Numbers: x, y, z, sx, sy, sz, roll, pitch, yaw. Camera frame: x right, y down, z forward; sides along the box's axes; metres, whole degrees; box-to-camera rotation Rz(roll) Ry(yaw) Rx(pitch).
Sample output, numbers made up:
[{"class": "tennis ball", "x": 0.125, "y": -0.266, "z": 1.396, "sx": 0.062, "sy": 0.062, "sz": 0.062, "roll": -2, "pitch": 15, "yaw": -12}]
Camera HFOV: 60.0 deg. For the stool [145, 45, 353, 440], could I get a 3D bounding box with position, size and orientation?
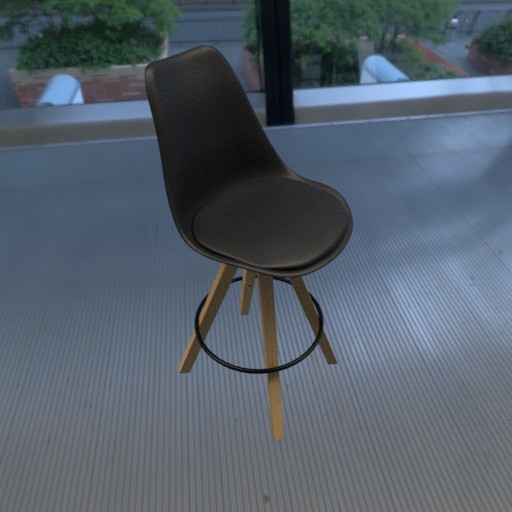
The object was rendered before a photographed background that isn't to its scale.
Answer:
[{"class": "stool", "x": 0.000, "y": 0.000, "z": 1.390, "sx": 0.550, "sy": 1.115, "sz": 0.485, "roll": 26, "pitch": 46, "yaw": 27}]
